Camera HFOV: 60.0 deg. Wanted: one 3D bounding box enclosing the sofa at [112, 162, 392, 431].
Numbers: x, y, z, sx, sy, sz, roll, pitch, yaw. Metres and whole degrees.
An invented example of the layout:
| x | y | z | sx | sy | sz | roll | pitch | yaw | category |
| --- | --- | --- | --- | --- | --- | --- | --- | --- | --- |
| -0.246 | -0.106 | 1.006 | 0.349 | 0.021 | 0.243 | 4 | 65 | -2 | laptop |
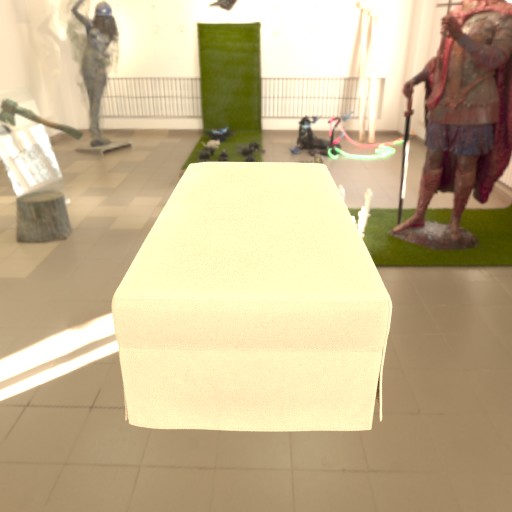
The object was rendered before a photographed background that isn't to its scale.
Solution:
| x | y | z | sx | sy | sz | roll | pitch | yaw | category |
| --- | --- | --- | --- | --- | --- | --- | --- | --- | --- |
| 0.000 | 0.000 | 2.184 | 0.939 | 0.552 | 1.677 | 0 | 26 | 1 | sofa |
